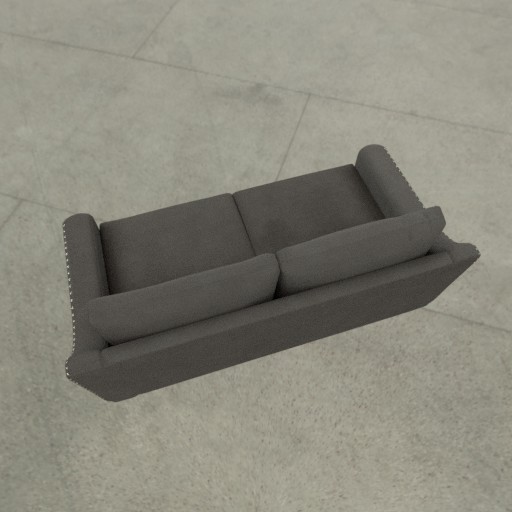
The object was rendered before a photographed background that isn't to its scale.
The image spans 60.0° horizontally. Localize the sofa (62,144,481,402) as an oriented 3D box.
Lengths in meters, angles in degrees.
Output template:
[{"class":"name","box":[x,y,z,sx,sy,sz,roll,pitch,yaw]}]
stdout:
[{"class":"sofa","box":[0.000,0.000,3.234,2.550,1.196,1.336,-15,59,-9]}]
